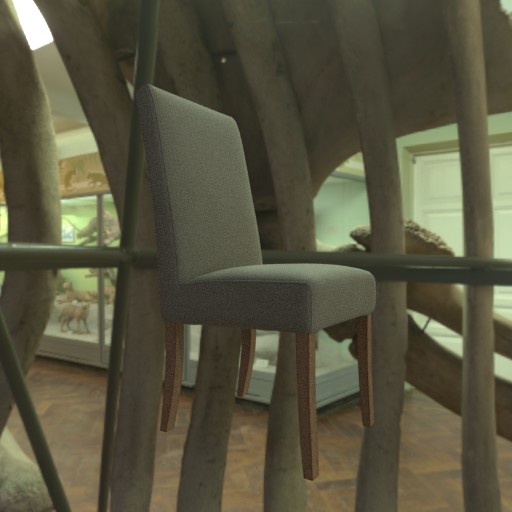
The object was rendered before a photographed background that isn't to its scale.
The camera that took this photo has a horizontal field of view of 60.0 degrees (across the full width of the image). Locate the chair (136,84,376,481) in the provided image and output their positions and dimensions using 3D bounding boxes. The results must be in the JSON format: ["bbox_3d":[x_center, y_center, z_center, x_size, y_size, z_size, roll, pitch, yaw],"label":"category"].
[{"bbox_3d":[0.000,0.000,1.360,0.611,1.033,0.450,1,1,35],"label":"chair"}]
